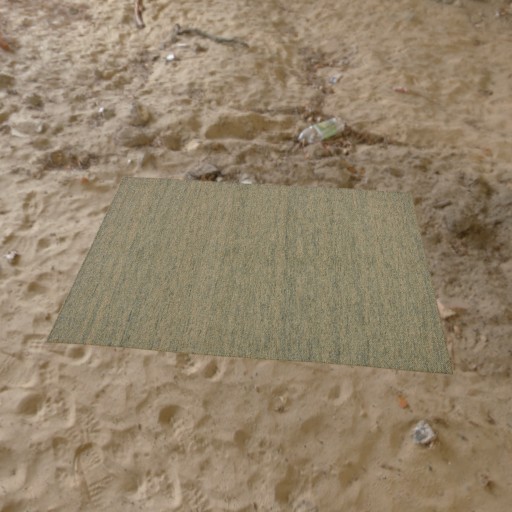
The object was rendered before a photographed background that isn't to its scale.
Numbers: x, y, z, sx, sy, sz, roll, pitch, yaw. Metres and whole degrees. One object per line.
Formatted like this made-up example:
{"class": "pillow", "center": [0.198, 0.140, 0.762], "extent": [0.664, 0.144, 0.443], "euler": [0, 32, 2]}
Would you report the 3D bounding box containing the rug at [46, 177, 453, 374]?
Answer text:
{"class": "rug", "center": [0.000, 0.000, 2.987], "extent": [2.283, 0.013, 1.547], "euler": [4, 48, 3]}
